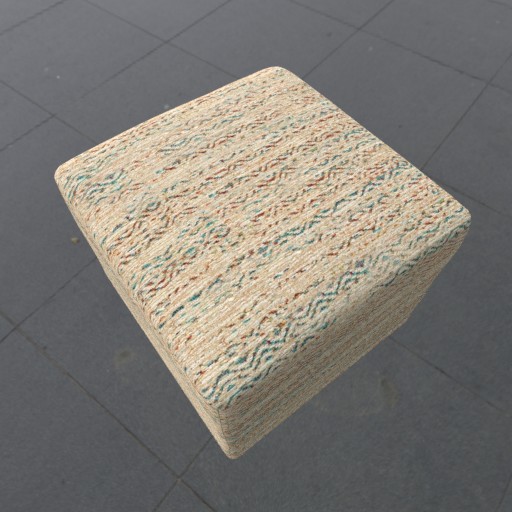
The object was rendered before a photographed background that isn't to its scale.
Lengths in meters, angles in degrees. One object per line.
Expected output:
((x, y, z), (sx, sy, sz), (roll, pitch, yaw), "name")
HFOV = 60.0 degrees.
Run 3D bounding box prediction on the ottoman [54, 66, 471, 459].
((0.000, 0.000, 0.892), (0.512, 0.453, 0.521), (-33, 63, -19), "ottoman")
